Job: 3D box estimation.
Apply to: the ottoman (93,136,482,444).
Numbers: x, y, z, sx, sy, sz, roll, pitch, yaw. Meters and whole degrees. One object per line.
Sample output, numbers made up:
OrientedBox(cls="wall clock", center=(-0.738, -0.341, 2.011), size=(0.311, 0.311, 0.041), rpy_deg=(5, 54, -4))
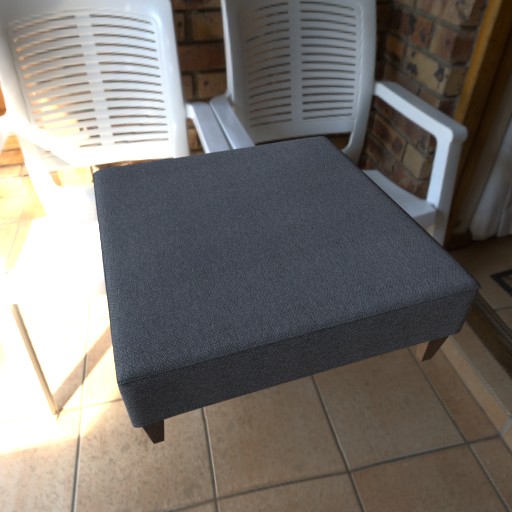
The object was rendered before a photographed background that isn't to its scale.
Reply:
OrientedBox(cls="ottoman", center=(0.000, 0.000, 1.515), size=(0.970, 0.378, 0.981), rpy_deg=(-12, 42, -14))
